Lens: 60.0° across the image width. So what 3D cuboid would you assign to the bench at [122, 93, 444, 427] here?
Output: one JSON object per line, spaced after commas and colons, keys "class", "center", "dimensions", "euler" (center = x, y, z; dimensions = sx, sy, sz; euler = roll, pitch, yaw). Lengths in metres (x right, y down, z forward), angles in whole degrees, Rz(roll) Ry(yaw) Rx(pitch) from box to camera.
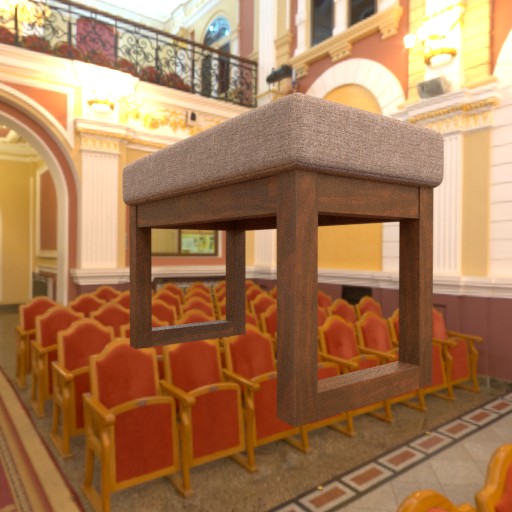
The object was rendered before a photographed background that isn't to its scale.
{"class": "bench", "center": [0.000, 0.000, 0.971], "dimensions": [0.366, 0.467, 0.681], "euler": [-1, 1, -36]}
